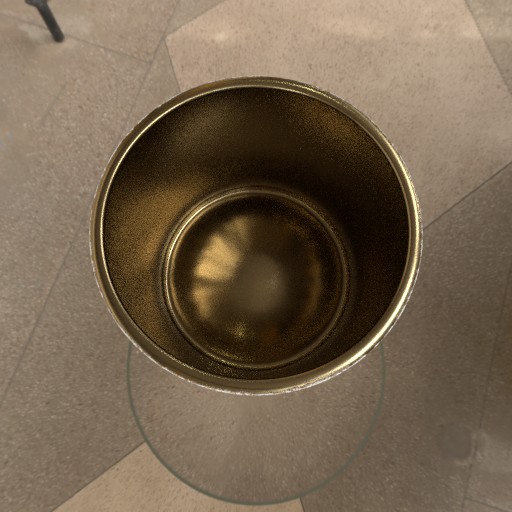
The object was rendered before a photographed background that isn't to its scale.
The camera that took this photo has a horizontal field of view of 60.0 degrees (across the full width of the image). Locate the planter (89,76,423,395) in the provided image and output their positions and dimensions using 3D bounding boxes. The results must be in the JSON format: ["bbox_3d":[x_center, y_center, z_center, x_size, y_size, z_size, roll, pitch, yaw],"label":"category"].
[{"bbox_3d":[0.000,0.000,0.307,0.178,0.157,0.178,0,76,0],"label":"planter"}]
